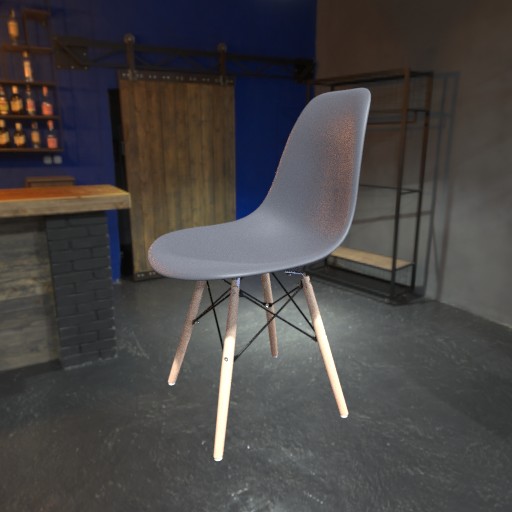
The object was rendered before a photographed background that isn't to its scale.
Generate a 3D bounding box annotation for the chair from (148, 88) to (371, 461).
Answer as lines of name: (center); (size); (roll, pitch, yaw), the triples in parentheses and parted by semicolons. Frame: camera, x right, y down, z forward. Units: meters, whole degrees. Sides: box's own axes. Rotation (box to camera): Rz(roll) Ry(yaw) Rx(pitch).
chair: (0.000, 0.000, 1.140); (0.533, 0.826, 0.470); (-8, 17, -26)
